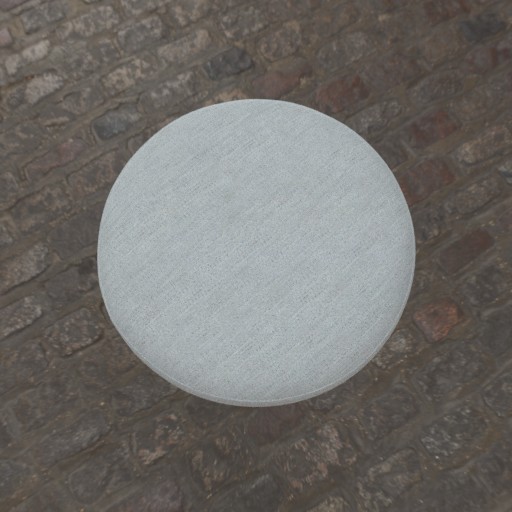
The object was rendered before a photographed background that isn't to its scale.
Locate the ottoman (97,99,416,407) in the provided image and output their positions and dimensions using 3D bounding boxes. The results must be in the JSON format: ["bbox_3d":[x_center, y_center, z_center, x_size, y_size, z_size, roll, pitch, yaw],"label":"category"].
[{"bbox_3d":[0.000,0.000,1.210,0.769,0.459,0.769,0,75,0],"label":"ottoman"}]
